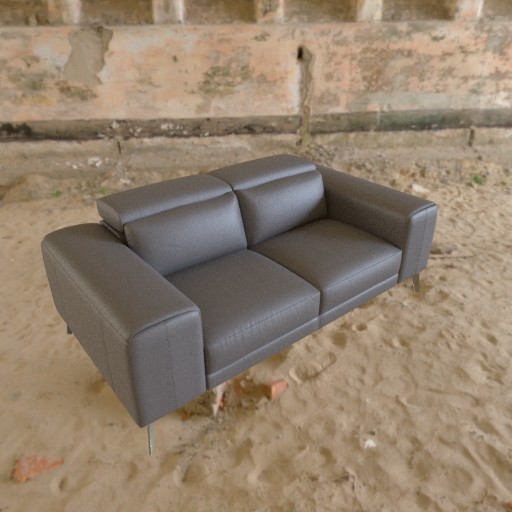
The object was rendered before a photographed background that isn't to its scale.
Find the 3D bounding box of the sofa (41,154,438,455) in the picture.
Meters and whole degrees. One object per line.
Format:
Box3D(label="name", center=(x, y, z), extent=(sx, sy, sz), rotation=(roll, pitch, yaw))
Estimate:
Box3D(label="sofa", center=(0.000, 0.000, 2.443), extent=(1.930, 0.753, 1.024), rotation=(-21, 35, -33))
